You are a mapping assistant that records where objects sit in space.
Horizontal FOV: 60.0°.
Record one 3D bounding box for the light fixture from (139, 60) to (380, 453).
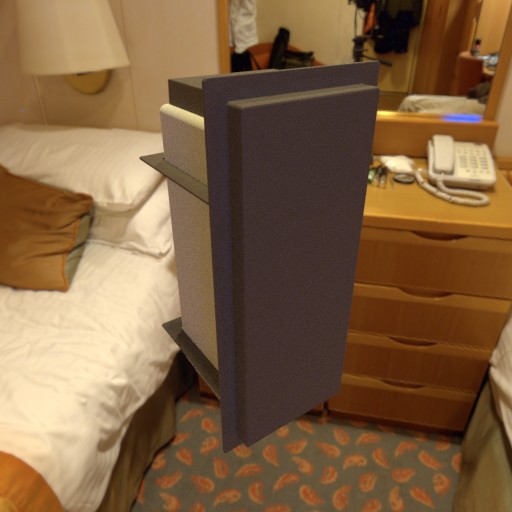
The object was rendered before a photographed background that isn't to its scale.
[{"bbox_3d":[0.000,0.000,0.427,0.153,0.347,0.146,-19,35,-30],"label":"light fixture"}]
